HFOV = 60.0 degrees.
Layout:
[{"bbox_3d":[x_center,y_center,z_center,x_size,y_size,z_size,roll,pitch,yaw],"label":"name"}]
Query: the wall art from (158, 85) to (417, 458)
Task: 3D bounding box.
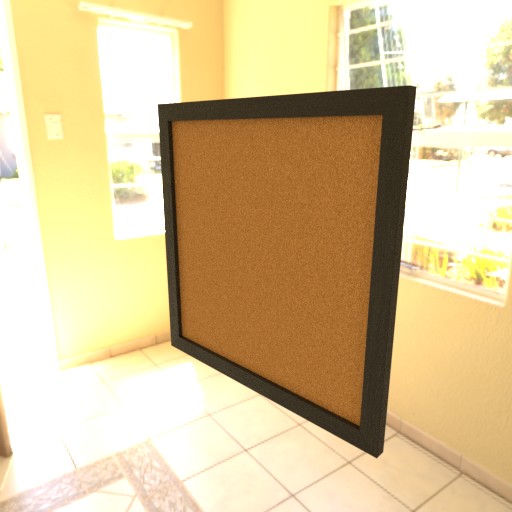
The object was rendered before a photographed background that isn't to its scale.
[{"bbox_3d":[0.000,0.000,1.504,1.016,1.016,0.038,15,21,42],"label":"wall art"}]
